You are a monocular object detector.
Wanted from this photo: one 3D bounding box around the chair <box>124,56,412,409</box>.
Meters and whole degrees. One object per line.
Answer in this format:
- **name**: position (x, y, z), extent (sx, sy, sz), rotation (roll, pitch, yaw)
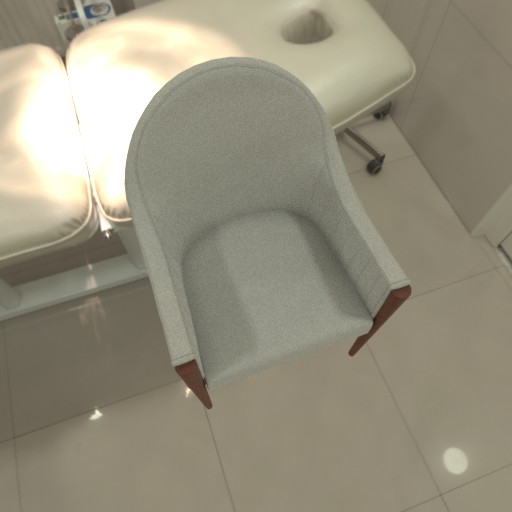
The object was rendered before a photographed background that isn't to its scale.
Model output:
- **chair**: position (0.000, 0.000, 1.292), extent (0.610, 0.889, 0.620), rotation (-18, 63, -9)
